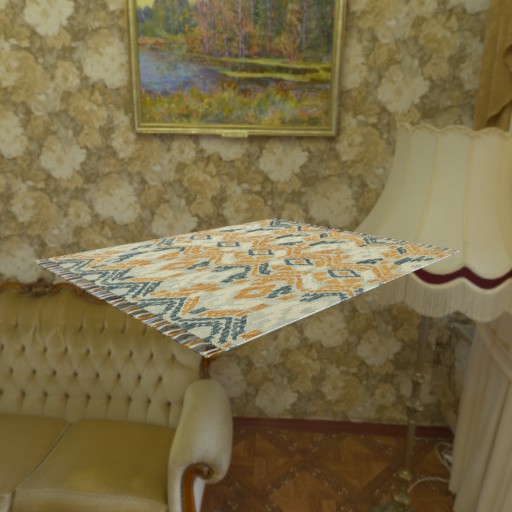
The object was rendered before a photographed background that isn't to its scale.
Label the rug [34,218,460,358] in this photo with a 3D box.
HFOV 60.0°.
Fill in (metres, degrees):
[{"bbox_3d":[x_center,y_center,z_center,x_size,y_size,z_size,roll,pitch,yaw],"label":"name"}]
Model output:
[{"bbox_3d":[0.000,0.000,4.030,3.048,0.010,2.439,-14,20,-42],"label":"rug"}]
